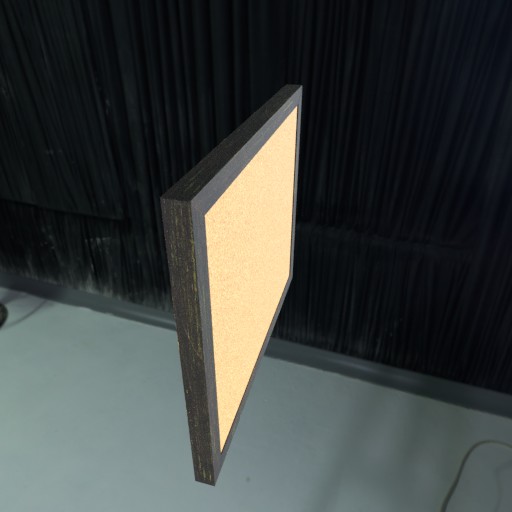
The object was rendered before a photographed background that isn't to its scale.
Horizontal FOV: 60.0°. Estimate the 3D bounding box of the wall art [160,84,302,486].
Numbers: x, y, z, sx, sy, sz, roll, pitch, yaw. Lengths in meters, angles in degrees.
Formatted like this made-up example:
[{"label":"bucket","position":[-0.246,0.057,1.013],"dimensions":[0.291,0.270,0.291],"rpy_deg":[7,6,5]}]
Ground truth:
[{"label":"wall art","position":[0.000,0.000,0.762],"dimensions":[0.032,0.457,0.558],"rpy_deg":[8,33,13]}]
